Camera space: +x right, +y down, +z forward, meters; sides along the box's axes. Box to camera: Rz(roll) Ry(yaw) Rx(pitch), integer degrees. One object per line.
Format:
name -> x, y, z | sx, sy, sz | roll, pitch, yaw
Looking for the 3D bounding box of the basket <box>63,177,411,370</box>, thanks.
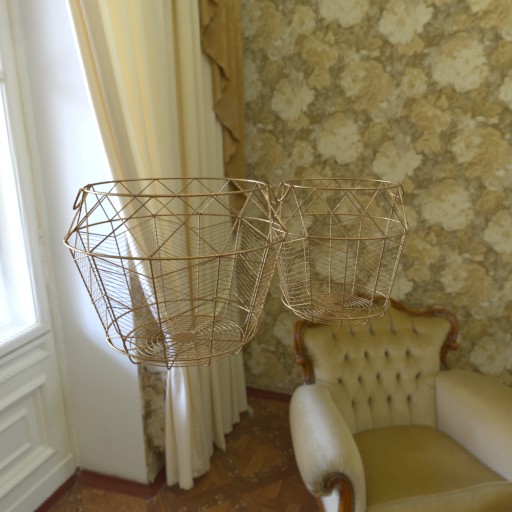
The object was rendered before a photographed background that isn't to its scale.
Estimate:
basket -> 0.000, 0.000, 1.022 | 0.805, 0.343, 0.451 | -7, 16, -26
